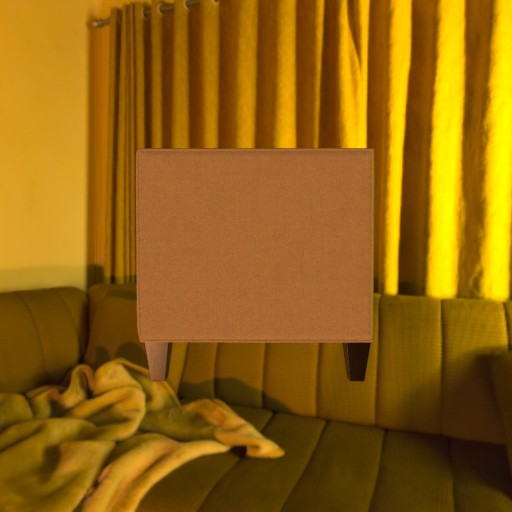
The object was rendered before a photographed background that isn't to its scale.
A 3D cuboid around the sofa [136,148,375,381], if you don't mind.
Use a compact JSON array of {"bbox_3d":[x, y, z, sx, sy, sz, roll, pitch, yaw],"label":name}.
[{"bbox_3d":[0.000,0.000,2.501,0.775,0.762,2.159,0,2,0],"label":"sofa"}]
